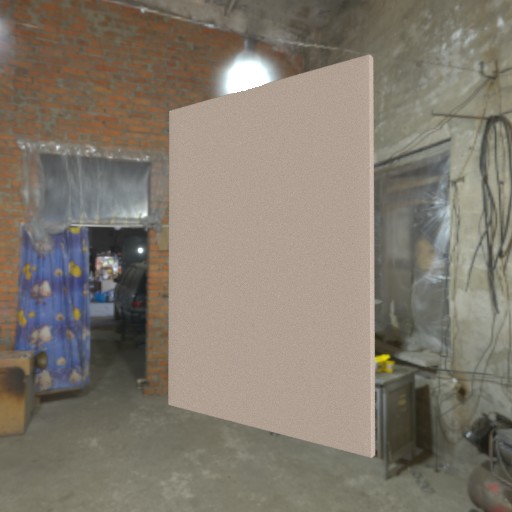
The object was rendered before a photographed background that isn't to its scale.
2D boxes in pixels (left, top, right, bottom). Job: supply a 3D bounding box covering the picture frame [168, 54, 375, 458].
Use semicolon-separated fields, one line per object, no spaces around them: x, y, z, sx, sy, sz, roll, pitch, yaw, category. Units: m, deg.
0.000;0.000;0.699;0.381;0.534;0.012;-1;-1;35;picture frame
